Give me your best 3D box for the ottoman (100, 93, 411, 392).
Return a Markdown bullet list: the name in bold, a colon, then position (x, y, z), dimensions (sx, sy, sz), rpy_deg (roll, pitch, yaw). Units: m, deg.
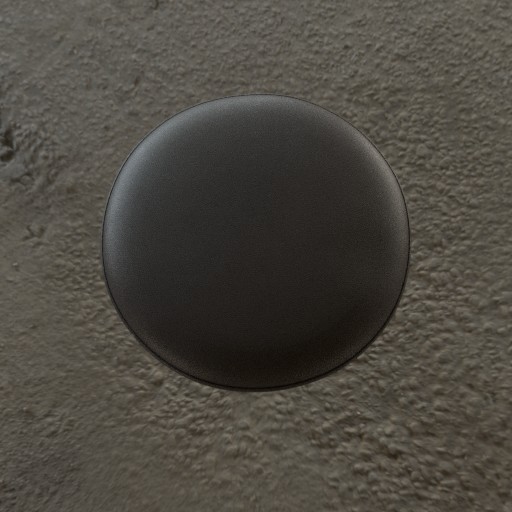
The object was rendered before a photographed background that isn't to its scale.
- **ottoman**: position (0.000, 0.000, 0.864), dimensions (0.500, 0.409, 0.500), rpy_deg (0, 75, 0)
